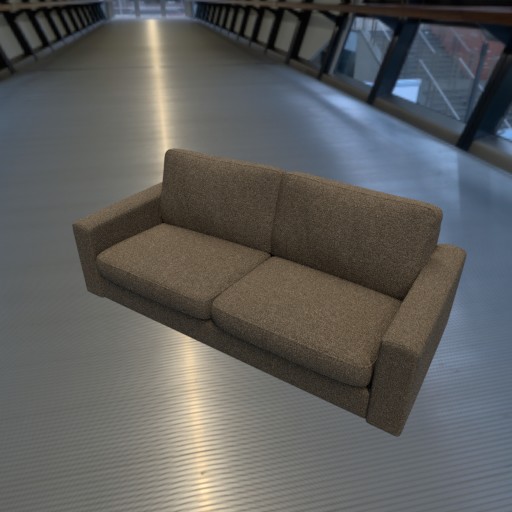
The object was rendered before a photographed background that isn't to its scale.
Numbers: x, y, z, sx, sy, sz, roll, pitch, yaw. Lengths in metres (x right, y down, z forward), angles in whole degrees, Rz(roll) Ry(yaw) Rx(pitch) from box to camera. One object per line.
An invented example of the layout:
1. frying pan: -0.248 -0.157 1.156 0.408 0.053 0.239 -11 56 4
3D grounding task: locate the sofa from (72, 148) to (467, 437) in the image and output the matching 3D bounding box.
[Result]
1. sofa: 0.000 0.000 2.686 2.179 0.873 1.016 18 36 27
